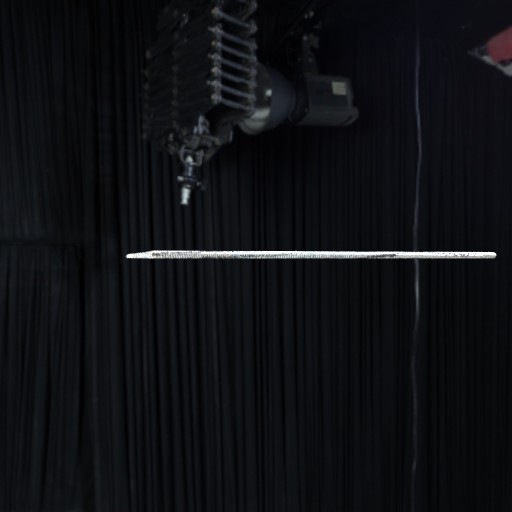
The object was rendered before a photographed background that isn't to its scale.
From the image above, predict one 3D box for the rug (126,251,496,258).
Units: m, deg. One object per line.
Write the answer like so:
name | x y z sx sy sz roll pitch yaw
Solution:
rug | 0.000 0.000 2.293 1.238 0.020 1.847 0 0 -18
